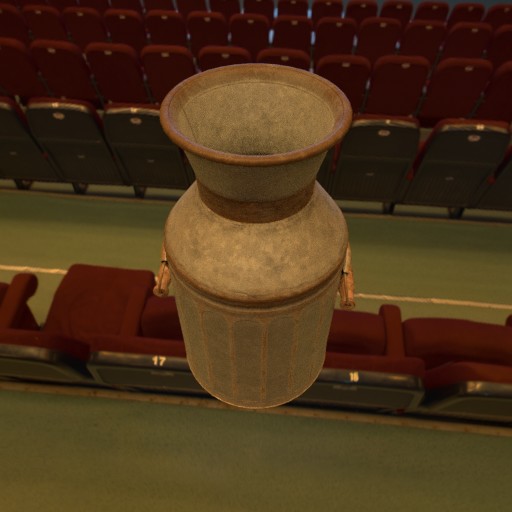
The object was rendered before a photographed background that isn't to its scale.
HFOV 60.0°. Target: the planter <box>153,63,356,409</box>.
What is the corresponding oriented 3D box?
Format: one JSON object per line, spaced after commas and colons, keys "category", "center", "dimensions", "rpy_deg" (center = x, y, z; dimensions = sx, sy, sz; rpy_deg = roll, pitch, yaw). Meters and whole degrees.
{"category": "planter", "center": [0.000, 0.000, 0.538], "dimensions": [0.245, 0.396, 0.214], "rpy_deg": [4, 47, 3]}
